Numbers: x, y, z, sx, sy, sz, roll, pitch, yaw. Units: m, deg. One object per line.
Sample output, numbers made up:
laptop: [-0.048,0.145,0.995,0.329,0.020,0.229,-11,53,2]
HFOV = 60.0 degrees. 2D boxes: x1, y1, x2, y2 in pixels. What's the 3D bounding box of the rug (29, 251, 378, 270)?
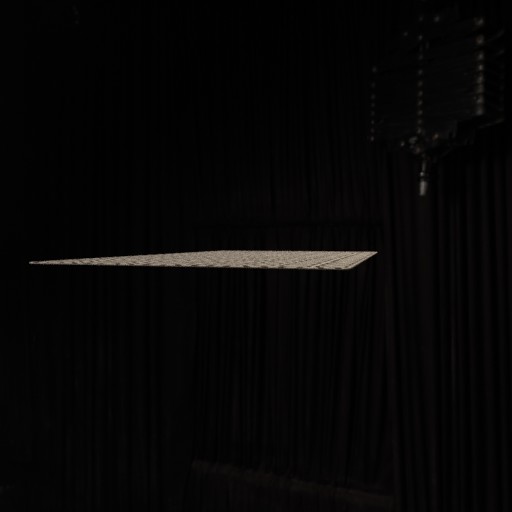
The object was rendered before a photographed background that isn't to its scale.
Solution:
rug: [0.000,0.000,3.053,1.523,0.008,2.438,1,2,18]
